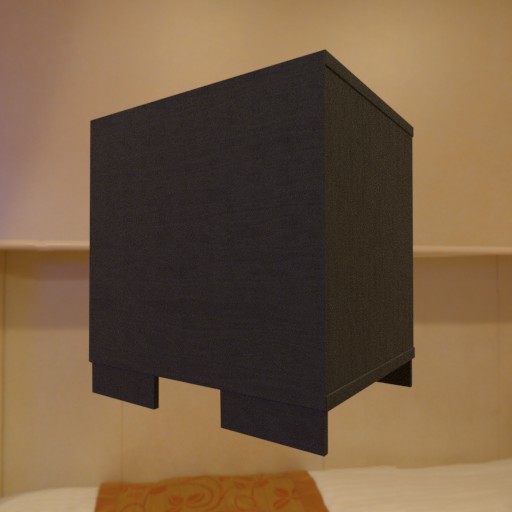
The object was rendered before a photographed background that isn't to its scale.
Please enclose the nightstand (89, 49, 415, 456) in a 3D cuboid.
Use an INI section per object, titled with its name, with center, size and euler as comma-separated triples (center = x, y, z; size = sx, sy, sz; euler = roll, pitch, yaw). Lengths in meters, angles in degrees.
[nightstand]
center = 0.000, 0.000, 0.746
size = 0.427, 0.448, 0.347
euler = -1, -1, 35
